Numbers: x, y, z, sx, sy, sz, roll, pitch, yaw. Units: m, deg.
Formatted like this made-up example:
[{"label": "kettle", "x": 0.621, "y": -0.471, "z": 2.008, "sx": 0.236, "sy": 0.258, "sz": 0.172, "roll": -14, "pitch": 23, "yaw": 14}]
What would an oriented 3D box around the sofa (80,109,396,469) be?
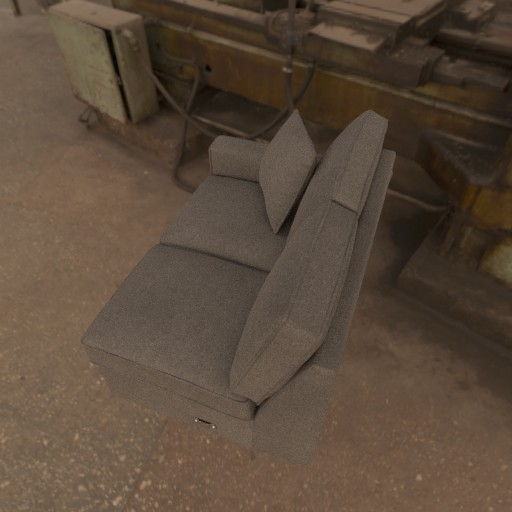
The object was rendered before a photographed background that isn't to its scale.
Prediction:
[{"label": "sofa", "x": 0.000, "y": 0.000, "z": 2.040, "sx": 0.991, "sy": 0.989, "sz": 1.388, "roll": 15, "pitch": 48, "yaw": 14}]
